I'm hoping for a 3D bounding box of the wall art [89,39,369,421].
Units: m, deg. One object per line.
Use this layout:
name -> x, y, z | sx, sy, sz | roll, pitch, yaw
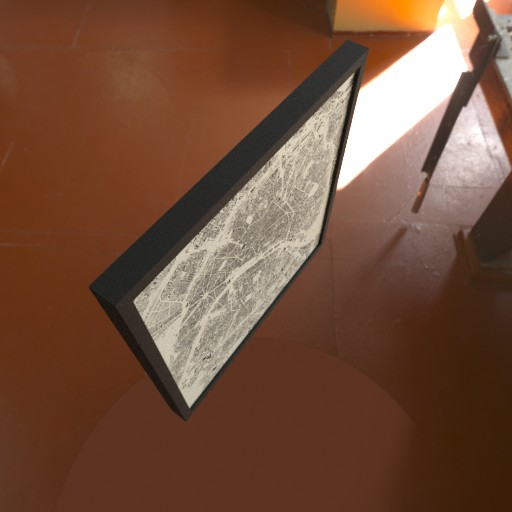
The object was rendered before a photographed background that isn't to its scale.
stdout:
wall art -> 0.000, 0.000, 0.750 | 0.037, 0.508, 0.508 | 32, 63, 18
